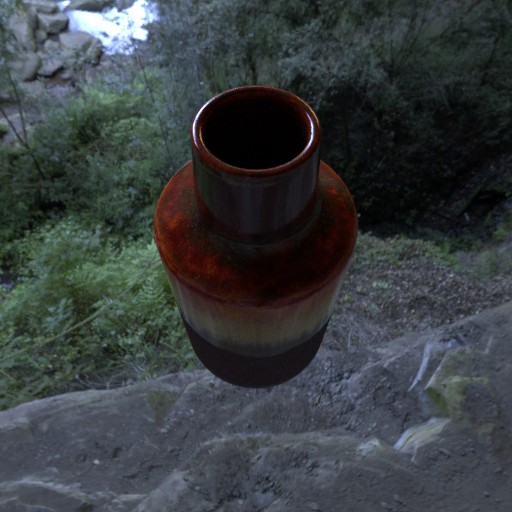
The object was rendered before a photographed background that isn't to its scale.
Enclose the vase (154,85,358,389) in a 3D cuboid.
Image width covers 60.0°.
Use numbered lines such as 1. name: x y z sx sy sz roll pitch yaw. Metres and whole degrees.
1. vase: 0.000 0.000 0.267 0.108 0.204 0.108 0 59 0
